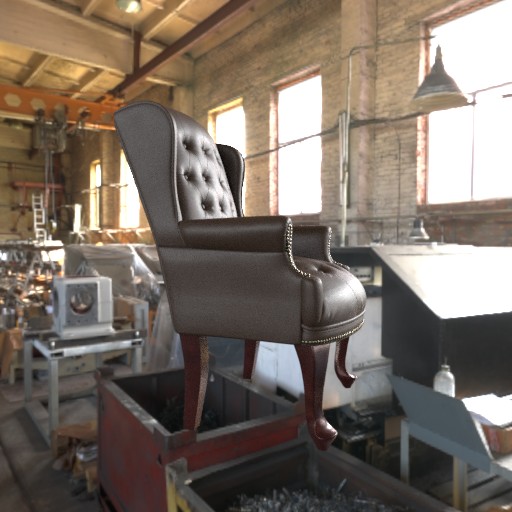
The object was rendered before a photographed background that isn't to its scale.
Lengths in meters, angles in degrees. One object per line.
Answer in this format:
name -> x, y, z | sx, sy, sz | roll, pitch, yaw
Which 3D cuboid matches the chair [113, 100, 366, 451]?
chair -> 0.000, 0.000, 1.690 | 0.819, 1.132, 0.829 | 1, 2, 18
